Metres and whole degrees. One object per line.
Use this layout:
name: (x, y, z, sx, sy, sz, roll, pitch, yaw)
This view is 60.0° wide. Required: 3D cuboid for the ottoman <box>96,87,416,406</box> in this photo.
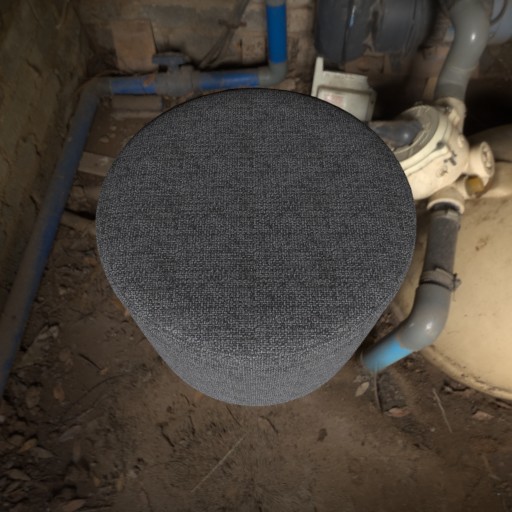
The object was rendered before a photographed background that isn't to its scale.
ottoman: (0.000, 0.000, 0.883, 0.520, 0.430, 0.520, 0, 63, 0)
